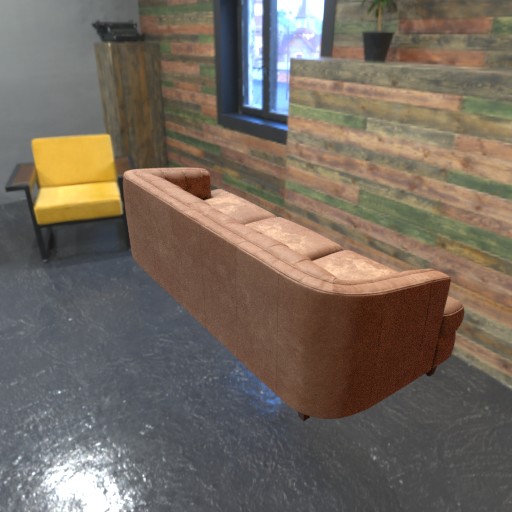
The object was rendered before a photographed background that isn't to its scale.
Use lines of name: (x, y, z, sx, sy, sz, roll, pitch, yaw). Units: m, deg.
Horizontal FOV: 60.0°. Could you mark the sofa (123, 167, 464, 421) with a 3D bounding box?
sofa: (0.000, 0.000, 2.737, 0.922, 0.791, 2.257, -18, 32, -32)
